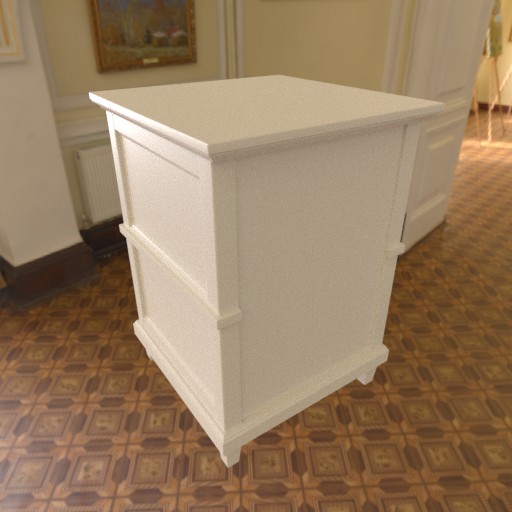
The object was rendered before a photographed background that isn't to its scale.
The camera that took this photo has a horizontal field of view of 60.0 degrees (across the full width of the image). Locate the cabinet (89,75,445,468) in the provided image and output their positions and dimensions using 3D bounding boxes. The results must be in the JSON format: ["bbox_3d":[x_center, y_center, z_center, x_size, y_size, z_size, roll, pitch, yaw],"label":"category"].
[{"bbox_3d":[0.000,0.000,1.133,0.544,0.775,0.547,-19,34,-30],"label":"cabinet"}]
